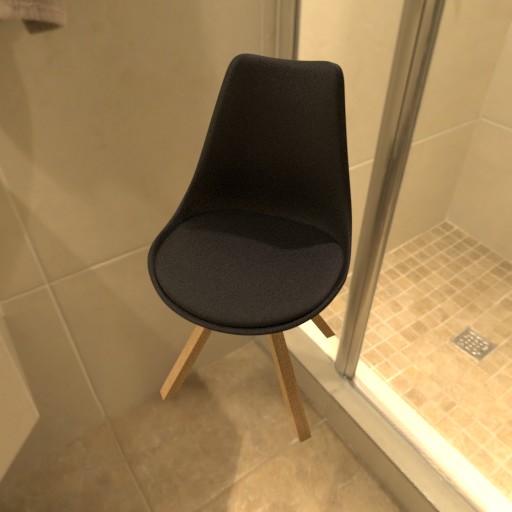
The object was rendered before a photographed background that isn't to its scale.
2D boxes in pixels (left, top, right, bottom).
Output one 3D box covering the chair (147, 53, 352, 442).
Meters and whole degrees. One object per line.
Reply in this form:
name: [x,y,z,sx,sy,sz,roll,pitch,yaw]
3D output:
chair: [0.000,0.000,1.160,0.485,0.850,0.549,12,42,14]
